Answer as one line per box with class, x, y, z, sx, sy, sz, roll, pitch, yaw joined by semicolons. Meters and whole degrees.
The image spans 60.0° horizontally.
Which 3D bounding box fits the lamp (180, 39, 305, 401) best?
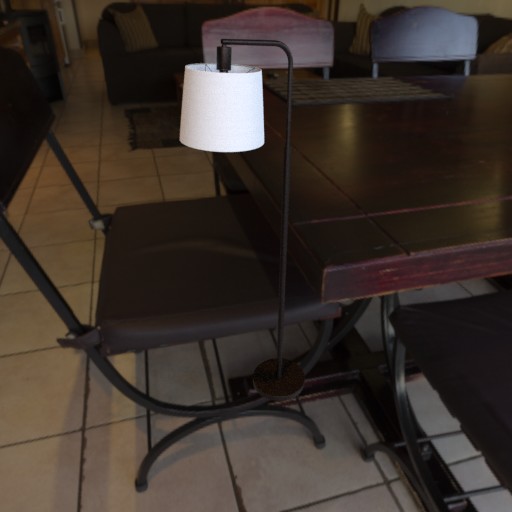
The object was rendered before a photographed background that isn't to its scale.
lamp;0.000;0.000;1.659;0.508;1.478;0.254;-20;36;-29
